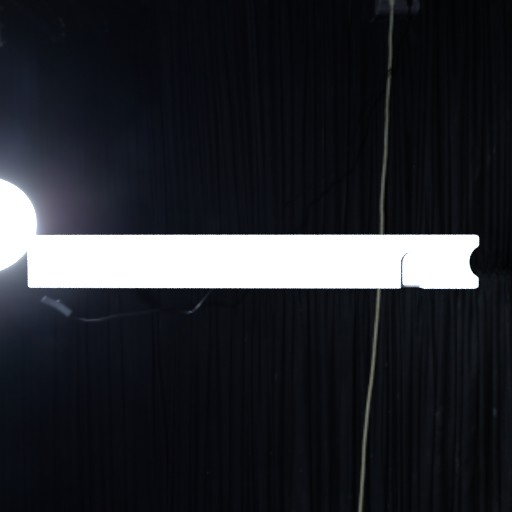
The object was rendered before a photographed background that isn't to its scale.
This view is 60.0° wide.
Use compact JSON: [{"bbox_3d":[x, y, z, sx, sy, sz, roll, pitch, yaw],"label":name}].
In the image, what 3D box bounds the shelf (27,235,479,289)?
[{"bbox_3d":[0.000,0.000,0.436,0.296,0.035,0.296,0,1,1],"label":"shelf"}]
